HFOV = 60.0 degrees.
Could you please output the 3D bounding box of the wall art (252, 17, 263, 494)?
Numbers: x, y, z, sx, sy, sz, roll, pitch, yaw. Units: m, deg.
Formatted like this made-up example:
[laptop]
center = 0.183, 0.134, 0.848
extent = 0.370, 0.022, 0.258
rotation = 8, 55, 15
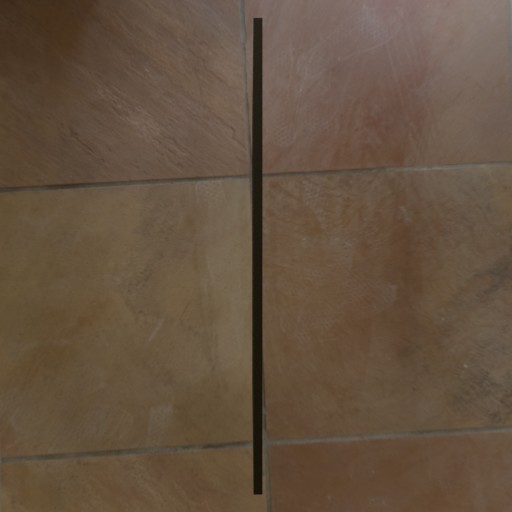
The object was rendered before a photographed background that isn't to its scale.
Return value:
[wall art]
center = 0.000, 0.000, 0.837
extent = 0.013, 0.447, 0.660
rotation = 0, 90, -1
